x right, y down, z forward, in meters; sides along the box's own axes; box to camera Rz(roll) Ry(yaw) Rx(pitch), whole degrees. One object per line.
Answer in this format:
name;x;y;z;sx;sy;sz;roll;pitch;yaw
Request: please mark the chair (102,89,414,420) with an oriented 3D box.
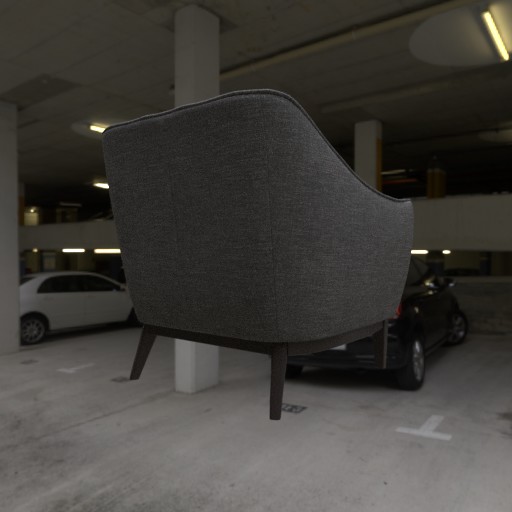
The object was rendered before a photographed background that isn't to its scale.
chair;0.000;0.000;1.557;0.870;0.829;0.851;1;1;37
